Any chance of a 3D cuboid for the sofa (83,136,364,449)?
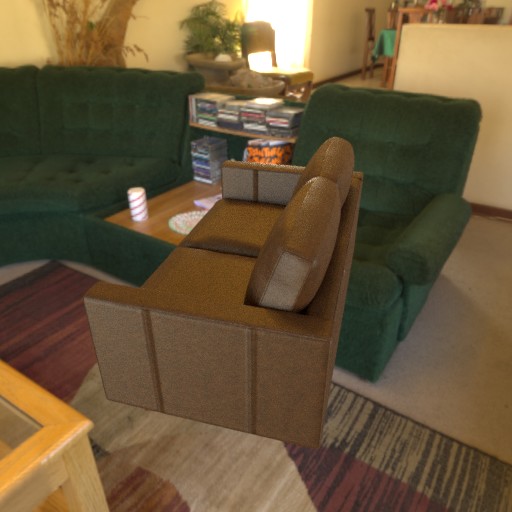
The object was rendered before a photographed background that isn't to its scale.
[{"bbox_3d":[0.000,0.000,2.209,0.909,0.951,1.578,8,31,13],"label":"sofa"}]
